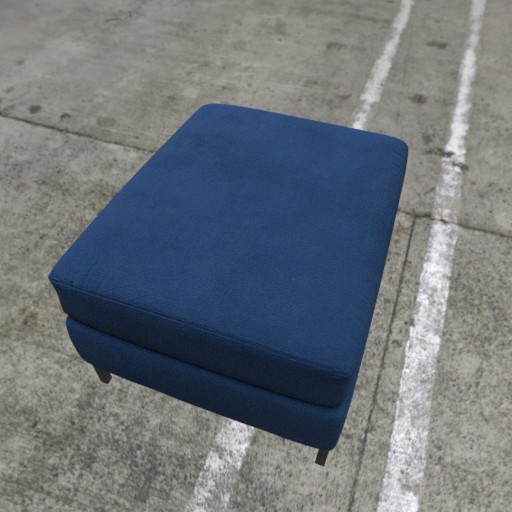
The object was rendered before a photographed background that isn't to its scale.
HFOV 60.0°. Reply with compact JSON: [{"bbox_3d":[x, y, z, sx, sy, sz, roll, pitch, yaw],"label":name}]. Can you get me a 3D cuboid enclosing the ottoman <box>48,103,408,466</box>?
[{"bbox_3d":[0.000,0.000,1.179,0.655,0.485,0.794,15,49,14],"label":"ottoman"}]
